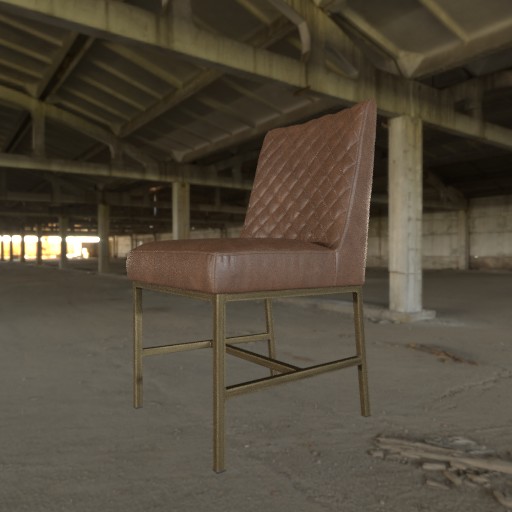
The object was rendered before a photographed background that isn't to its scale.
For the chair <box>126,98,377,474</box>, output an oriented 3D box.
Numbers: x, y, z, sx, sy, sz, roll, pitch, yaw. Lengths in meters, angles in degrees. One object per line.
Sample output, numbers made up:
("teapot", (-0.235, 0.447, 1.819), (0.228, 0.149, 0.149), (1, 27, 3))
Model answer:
("chair", (0.000, 0.000, 1.260), (0.587, 0.889, 0.508), (-1, 1, -36))
